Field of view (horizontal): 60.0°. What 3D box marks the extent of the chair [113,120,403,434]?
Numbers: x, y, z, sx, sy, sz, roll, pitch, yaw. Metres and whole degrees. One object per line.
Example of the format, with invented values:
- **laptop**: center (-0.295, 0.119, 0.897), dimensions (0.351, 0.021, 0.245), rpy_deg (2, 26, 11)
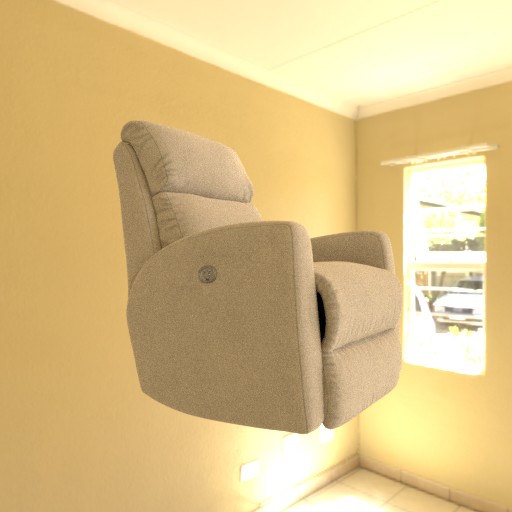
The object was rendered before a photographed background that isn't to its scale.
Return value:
- **chair**: center (0.000, 0.000, 1.670), dimensions (0.940, 1.021, 0.794), rpy_deg (0, -1, 36)
